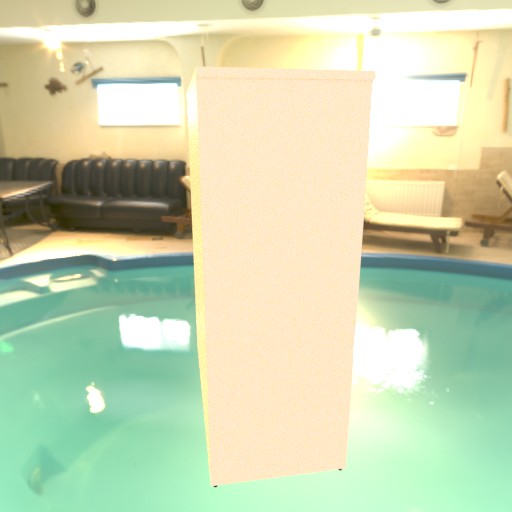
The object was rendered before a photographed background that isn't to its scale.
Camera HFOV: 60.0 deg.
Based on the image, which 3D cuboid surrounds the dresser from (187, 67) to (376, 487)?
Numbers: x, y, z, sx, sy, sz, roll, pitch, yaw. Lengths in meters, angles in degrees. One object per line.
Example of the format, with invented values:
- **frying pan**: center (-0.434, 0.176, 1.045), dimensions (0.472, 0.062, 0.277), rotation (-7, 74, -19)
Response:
- **dresser**: center (0.000, 0.000, 1.436), dimensions (0.380, 1.040, 0.800), rotation (-3, 17, -9)
